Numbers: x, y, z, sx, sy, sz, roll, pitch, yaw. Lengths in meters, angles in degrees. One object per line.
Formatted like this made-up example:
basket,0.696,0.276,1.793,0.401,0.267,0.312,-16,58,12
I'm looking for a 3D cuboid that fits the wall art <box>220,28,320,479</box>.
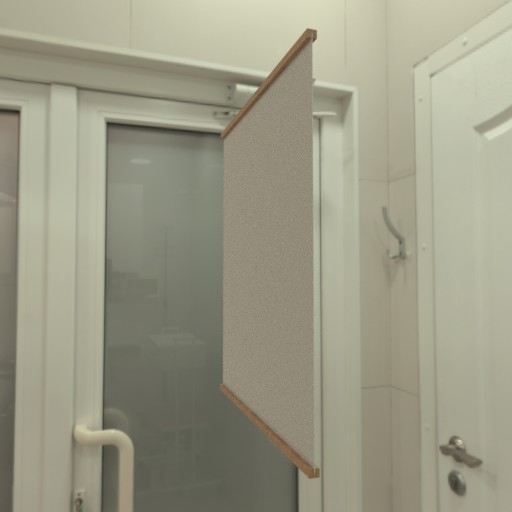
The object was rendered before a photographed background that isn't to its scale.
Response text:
wall art,0.000,0.000,0.693,0.012,0.508,0.405,1,-3,-19
